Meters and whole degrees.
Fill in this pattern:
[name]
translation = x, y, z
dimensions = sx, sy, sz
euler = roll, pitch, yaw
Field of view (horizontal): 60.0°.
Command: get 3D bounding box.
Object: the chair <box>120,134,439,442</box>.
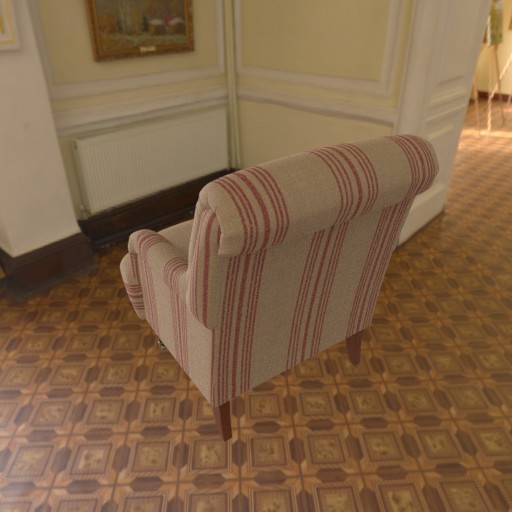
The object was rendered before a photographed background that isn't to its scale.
[chair]
translation = 0.000, 0.000, 1.890
dimensions = 0.933, 1.123, 1.058
euler = -20, 35, -30
